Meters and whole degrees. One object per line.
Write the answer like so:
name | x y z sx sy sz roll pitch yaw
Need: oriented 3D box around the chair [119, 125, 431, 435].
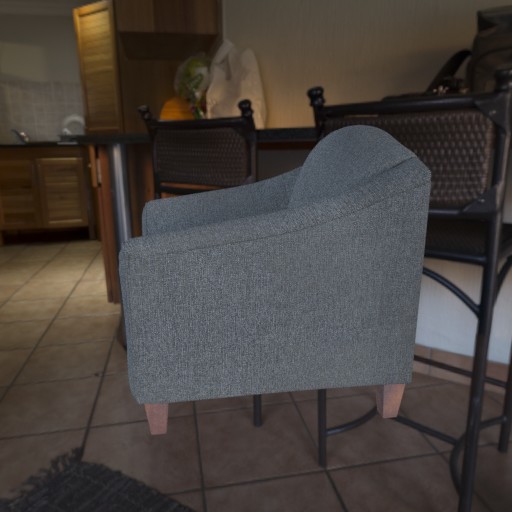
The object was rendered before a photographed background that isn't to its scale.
chair | 0.000 0.000 1.474 0.787 0.839 0.763 -2 15 -9
